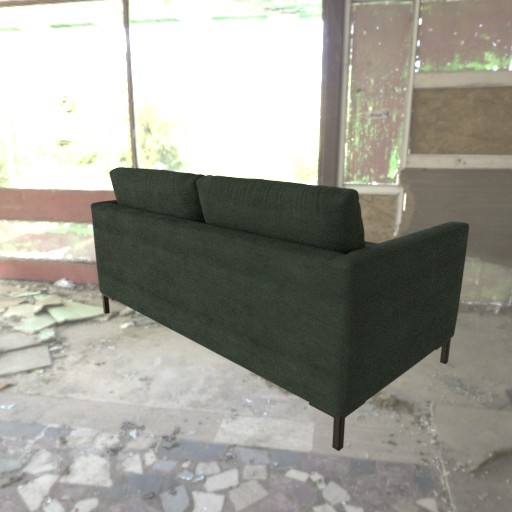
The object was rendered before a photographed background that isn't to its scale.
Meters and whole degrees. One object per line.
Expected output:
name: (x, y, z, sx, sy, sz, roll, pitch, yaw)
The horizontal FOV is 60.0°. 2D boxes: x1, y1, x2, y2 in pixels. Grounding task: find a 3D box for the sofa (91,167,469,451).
sofa: (0.000, 0.000, 2.138, 0.875, 0.817, 1.676, -14, 21, -43)
